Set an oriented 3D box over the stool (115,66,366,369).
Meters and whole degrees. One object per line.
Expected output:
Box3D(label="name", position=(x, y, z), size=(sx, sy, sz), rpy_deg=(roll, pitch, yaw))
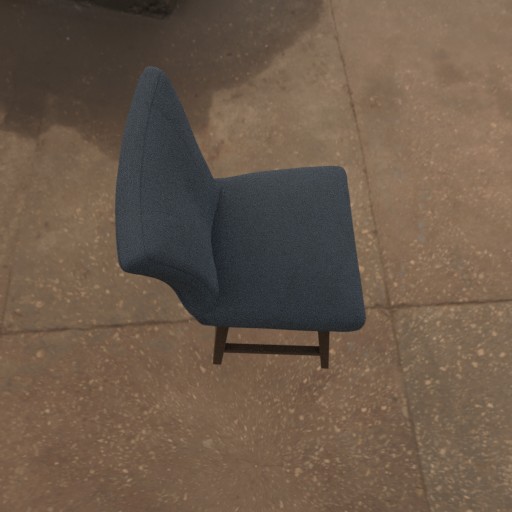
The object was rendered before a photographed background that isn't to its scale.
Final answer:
Box3D(label="stool", position=(0.000, 0.000, 1.346), size=(0.574, 1.000, 0.514), rpy_deg=(-1, 65, -1))
